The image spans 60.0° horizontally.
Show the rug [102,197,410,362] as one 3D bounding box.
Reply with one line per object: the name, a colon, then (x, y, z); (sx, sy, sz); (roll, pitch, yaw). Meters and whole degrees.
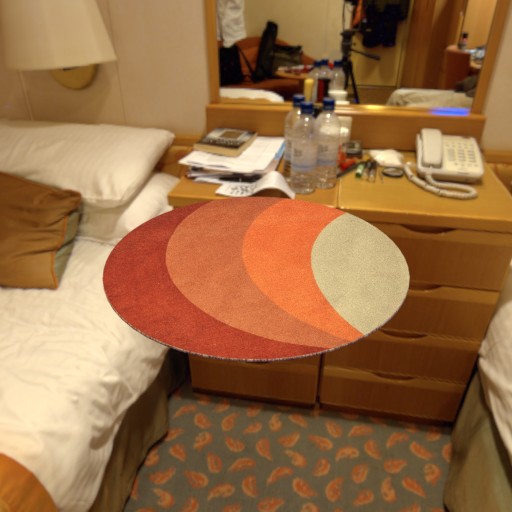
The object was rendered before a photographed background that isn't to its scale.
rug: (0.000, 0.000, 2.280); (1.514, 0.015, 1.514); (0, 31, 0)
